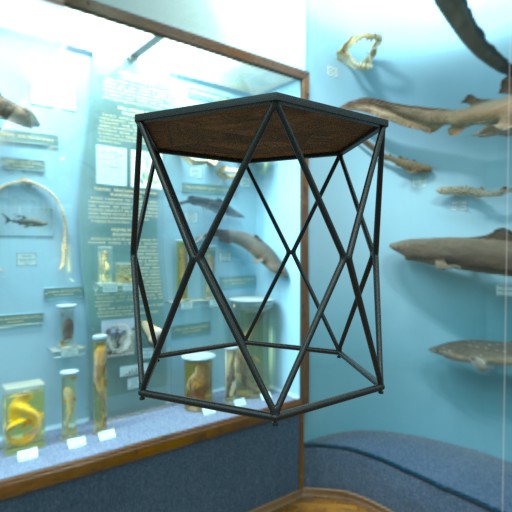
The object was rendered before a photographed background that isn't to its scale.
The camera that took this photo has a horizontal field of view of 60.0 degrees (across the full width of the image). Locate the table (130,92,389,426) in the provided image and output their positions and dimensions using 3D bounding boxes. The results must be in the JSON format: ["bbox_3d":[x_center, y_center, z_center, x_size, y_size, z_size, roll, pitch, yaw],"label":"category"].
[{"bbox_3d":[0.000,0.000,1.038,0.578,0.564,0.579,-1,2,-35],"label":"table"}]
